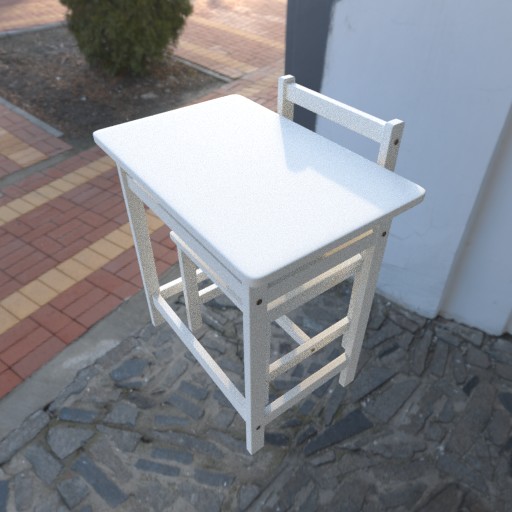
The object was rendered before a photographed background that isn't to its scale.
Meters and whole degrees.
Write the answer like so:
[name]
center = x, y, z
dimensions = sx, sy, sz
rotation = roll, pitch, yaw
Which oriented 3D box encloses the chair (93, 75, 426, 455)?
[chair]
center = 0.000, 0.000, 1.066
dimensions = 0.461, 0.673, 0.599
rotation = -26, 46, -27
